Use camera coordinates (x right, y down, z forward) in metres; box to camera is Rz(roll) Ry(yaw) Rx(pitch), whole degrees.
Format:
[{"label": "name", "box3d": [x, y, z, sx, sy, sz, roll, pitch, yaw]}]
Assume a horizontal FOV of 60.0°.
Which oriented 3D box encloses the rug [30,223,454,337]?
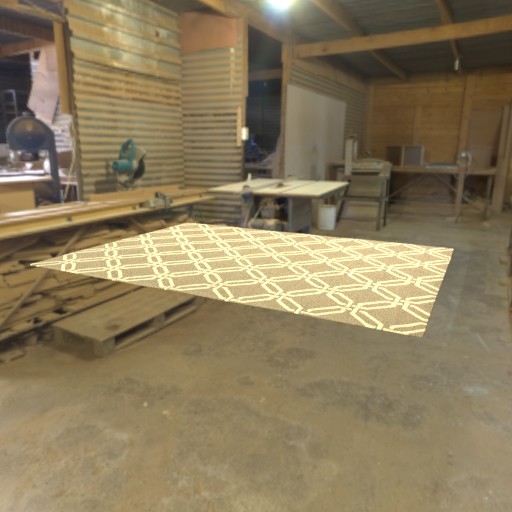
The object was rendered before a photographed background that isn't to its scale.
[{"label": "rug", "box3d": [0.000, 0.000, 4.355, 3.419, 0.020, 2.441, 7, 16, 26]}]
